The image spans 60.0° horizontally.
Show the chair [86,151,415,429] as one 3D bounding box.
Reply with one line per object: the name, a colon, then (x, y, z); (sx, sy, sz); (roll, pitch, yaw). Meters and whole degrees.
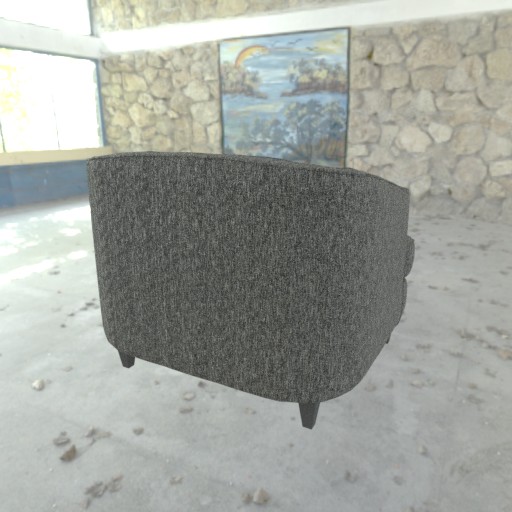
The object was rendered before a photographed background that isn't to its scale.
chair: (0.000, 0.000, 1.787); (1.104, 0.852, 0.941); (9, 18, 27)
